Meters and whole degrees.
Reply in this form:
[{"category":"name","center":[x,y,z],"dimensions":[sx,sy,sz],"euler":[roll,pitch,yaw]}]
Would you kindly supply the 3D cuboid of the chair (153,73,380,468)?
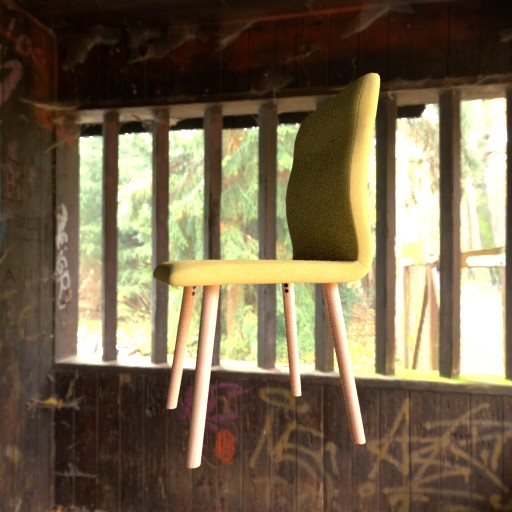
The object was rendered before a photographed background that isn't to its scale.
[{"category":"chair","center":[0.000,0.000,1.286],"dimensions":[0.550,0.965,0.450],"euler":[0,-1,-18]}]
